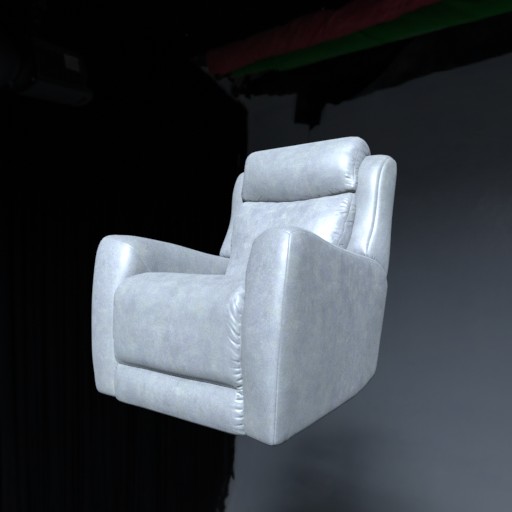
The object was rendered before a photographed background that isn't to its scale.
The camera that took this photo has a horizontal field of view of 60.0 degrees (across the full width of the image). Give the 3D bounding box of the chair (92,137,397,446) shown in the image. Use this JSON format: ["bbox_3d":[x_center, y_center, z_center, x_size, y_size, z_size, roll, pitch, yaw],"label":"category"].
[{"bbox_3d":[0.000,0.000,1.924,0.967,1.116,1.068,0,1,37],"label":"chair"}]
